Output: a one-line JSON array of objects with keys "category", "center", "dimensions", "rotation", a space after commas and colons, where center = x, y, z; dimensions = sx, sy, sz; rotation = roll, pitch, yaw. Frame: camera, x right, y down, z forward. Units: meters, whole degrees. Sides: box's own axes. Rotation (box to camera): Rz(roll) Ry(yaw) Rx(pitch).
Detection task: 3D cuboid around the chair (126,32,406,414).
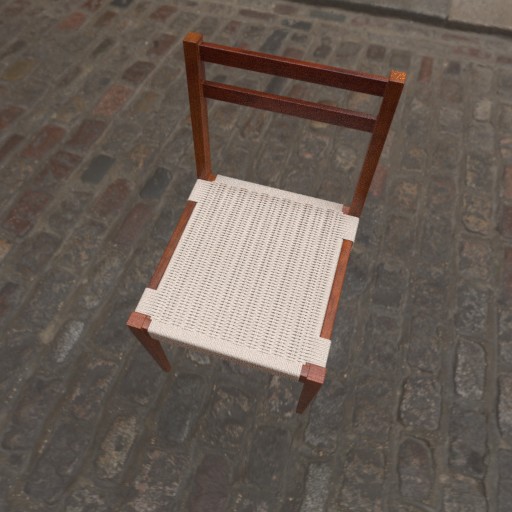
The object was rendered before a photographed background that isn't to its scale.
[{"category": "chair", "center": [0.000, 0.000, 1.196], "dimensions": [0.495, 0.851, 0.569], "rotation": [15, 61, 8]}]
